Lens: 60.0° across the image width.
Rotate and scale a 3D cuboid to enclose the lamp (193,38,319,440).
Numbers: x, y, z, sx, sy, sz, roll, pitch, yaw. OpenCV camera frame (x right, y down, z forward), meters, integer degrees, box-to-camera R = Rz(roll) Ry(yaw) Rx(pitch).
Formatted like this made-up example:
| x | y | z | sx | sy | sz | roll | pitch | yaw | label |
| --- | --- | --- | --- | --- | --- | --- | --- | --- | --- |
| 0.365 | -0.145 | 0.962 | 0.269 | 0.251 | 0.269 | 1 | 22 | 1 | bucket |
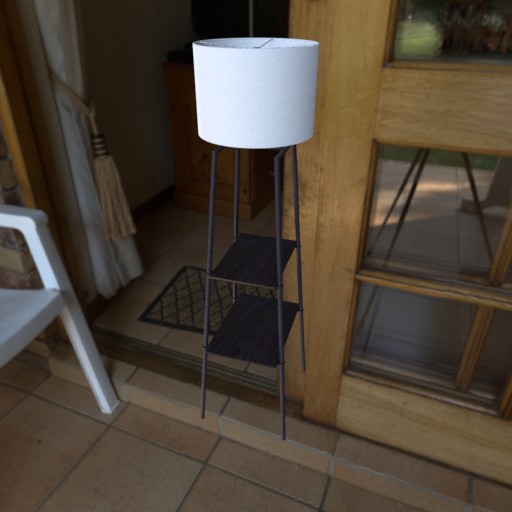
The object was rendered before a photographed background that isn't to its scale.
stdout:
| x | y | z | sx | sy | sz | roll | pitch | yaw | label |
| --- | --- | --- | --- | --- | --- | --- | --- | --- | --- |
| 0.000 | 0.000 | 1.694 | 0.384 | 1.474 | 0.427 | 9 | 31 | 15 | lamp |
